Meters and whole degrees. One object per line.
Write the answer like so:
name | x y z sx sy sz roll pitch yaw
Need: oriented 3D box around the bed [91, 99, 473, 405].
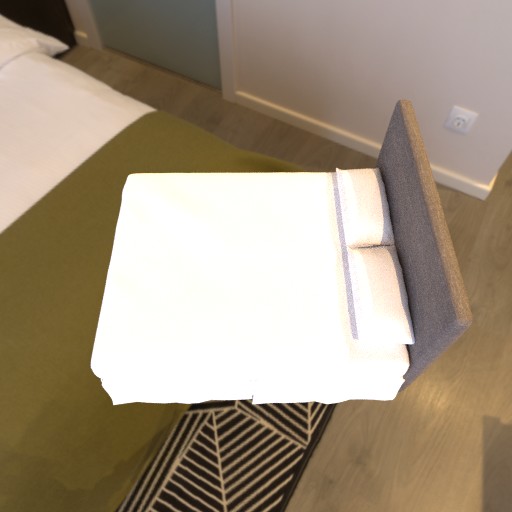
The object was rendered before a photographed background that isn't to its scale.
bed | 0.000 0.000 3.101 2.142 1.330 1.723 0 58 0
